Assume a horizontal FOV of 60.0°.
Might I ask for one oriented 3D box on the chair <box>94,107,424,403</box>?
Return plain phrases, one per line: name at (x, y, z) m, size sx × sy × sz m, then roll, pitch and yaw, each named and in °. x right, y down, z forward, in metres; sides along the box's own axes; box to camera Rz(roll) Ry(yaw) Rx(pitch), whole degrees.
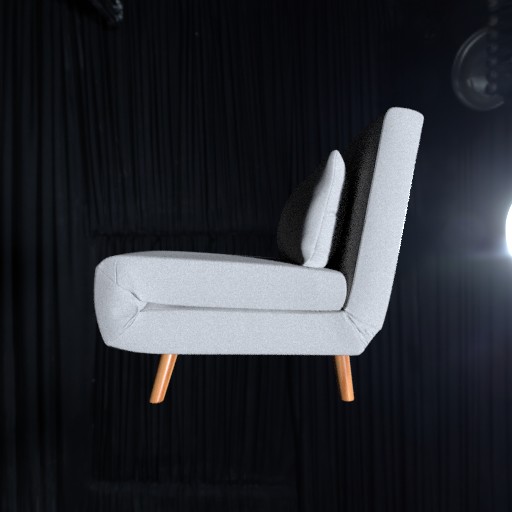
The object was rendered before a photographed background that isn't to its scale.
chair at (0.000, 0.000, 1.541) m, size 0.902 × 0.808 × 0.770 m, roll 0°, pitch 1°, yaw 0°
